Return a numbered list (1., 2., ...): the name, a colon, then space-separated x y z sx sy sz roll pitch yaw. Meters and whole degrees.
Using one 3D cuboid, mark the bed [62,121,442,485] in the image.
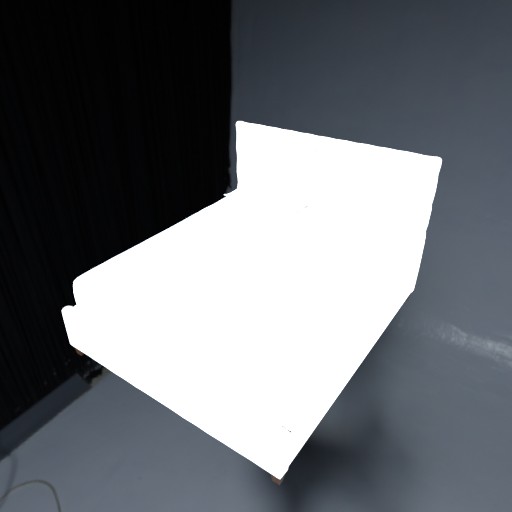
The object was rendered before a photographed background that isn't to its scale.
1. bed: 0.000 0.000 3.630 2.078 1.427 2.387 20 36 30
